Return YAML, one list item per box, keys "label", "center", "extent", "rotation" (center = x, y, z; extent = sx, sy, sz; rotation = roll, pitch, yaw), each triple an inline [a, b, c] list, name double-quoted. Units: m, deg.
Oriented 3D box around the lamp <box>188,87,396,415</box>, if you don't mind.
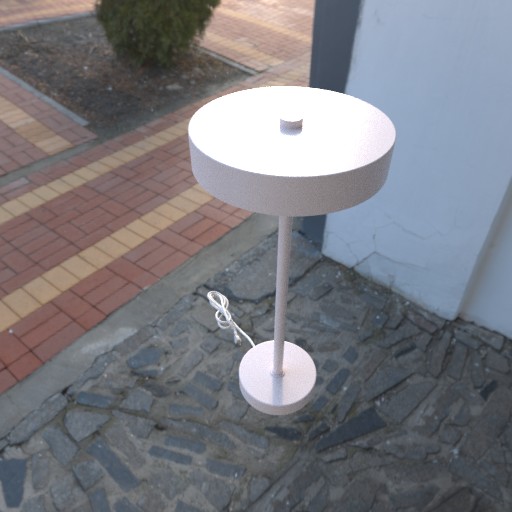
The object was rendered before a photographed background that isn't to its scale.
- label: "lamp"
  center: [0.000, 0.000, 0.699]
  extent: [0.229, 0.508, 0.369]
  rotation: [-24, 46, -25]
